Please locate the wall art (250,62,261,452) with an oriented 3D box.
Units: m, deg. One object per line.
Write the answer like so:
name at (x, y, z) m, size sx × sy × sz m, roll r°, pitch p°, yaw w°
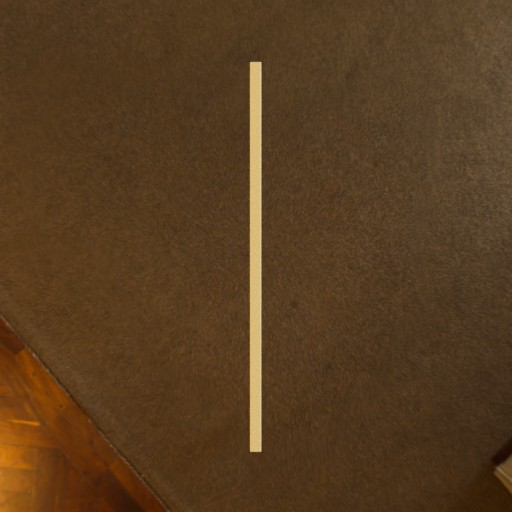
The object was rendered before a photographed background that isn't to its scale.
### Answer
wall art at (0.000, 0.000, 0.846) m, size 0.013 × 0.656 × 0.456 m, roll 0°, pitch 90°, yaw 0°
